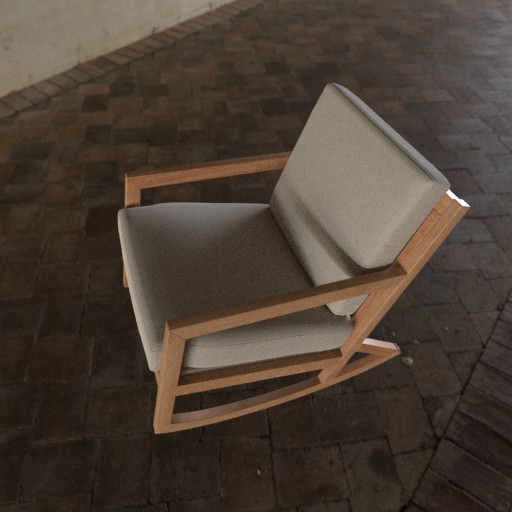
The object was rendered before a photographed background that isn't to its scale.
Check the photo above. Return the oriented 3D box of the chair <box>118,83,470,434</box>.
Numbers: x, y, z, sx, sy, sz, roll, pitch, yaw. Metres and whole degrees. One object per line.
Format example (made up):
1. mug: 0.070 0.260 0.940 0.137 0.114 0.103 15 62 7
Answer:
1. chair: 0.000 0.000 1.386 0.857 0.790 0.622 -15 49 -14
